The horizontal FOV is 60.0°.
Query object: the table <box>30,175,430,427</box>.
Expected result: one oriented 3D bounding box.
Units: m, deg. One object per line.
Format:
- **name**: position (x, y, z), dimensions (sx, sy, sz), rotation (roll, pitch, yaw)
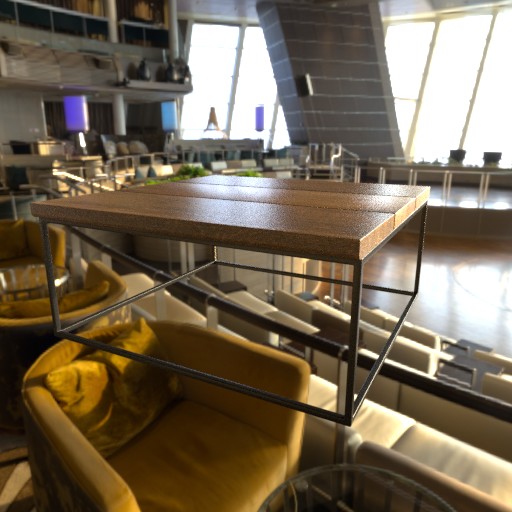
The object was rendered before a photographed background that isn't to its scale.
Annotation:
- **table**: position (0.000, 0.000, 1.425), dimensions (0.900, 0.400, 0.900), rotation (8, 18, 27)
